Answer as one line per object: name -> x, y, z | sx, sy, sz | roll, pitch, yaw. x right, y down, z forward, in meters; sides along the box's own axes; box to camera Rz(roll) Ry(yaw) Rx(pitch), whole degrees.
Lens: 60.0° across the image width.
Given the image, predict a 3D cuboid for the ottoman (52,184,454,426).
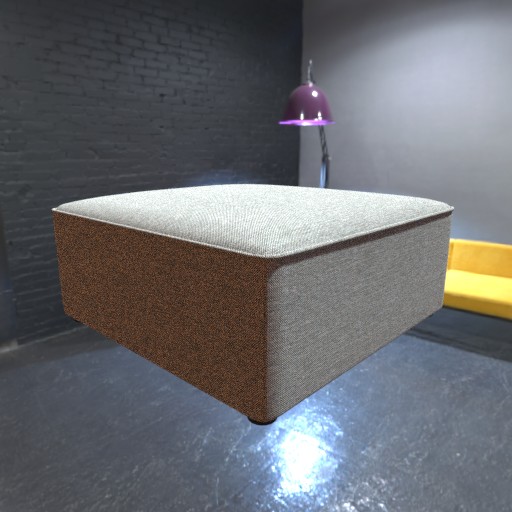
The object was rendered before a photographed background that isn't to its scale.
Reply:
ottoman -> 0.000, 0.000, 1.564 | 1.005, 0.455, 1.005 | 13, 19, 42
